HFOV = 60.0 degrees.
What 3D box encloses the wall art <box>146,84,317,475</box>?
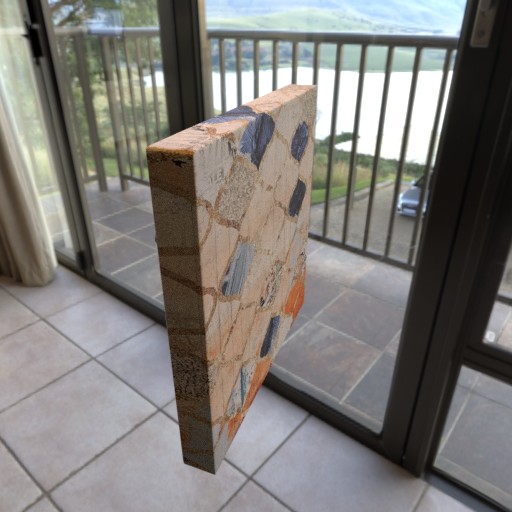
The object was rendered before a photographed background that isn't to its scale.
[{"bbox_3d":[0.000,0.000,0.467,0.036,0.304,0.303,11,30,18],"label":"wall art"}]
